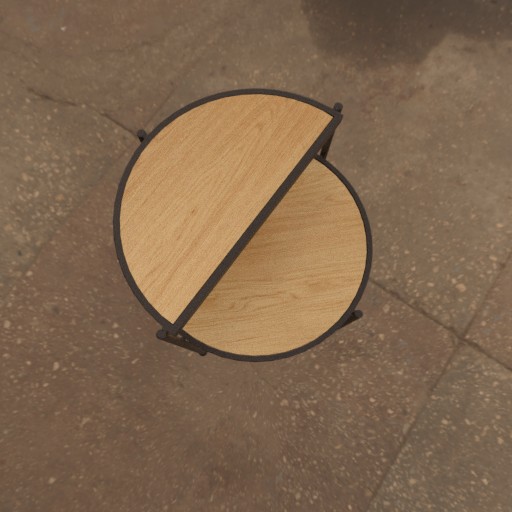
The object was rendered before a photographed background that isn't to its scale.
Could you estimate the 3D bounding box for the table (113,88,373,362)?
[{"bbox_3d":[0.000,0.000,1.217,0.628,0.684,0.629,35,78,9],"label":"table"}]
